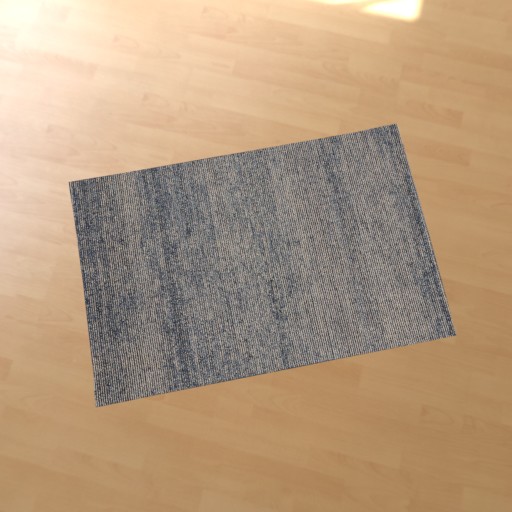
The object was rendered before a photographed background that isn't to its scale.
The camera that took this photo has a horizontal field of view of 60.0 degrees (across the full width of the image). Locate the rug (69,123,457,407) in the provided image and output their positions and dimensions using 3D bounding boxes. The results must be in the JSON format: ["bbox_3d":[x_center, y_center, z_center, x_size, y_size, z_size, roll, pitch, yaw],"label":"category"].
[{"bbox_3d":[0.000,0.000,2.254,1.793,0.025,1.159,-11,78,-2],"label":"rug"}]
